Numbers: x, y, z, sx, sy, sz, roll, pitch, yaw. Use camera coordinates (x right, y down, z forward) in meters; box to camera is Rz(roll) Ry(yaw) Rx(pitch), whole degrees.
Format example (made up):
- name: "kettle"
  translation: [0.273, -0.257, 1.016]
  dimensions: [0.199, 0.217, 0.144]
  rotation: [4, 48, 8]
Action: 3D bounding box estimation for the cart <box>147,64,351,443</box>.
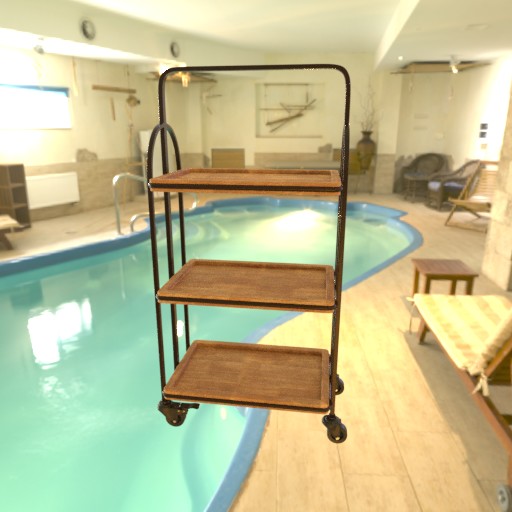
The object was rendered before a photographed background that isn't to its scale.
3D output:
- name: "cart"
  translation: [0.000, 0.000, 1.258]
  dimensions: [0.553, 1.001, 0.327]
  rotation: [3, 17, 8]
